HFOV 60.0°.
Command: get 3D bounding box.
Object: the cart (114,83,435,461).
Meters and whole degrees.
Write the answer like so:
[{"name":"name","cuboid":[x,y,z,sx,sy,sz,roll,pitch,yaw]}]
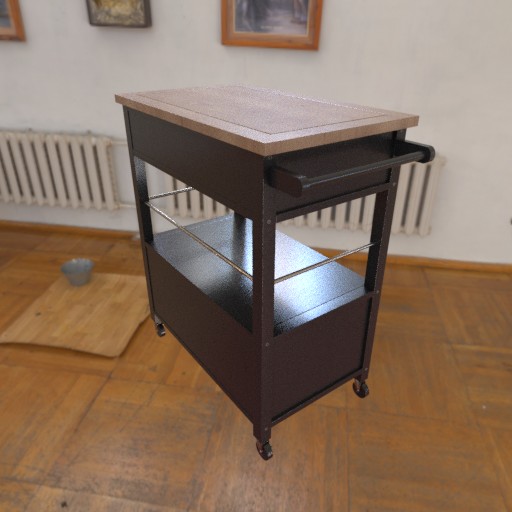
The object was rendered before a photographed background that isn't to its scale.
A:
[{"name":"cart","cuboid":[0.000,0.000,1.382,0.459,0.901,0.840,-19,33,-31]}]
